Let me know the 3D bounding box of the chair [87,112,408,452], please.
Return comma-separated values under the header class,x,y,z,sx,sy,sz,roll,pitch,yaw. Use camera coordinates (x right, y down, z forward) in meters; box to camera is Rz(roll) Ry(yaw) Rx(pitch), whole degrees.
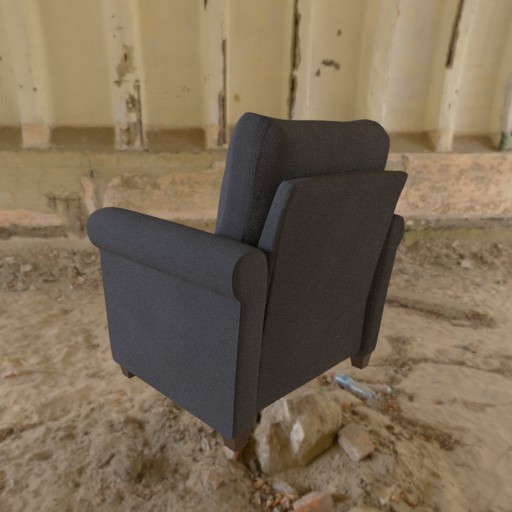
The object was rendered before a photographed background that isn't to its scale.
class,x,y,z,sx,sy,sz,roll,pitch,yaw
chair,0.000,0.000,1.596,0.828,0.942,0.867,14,20,43
